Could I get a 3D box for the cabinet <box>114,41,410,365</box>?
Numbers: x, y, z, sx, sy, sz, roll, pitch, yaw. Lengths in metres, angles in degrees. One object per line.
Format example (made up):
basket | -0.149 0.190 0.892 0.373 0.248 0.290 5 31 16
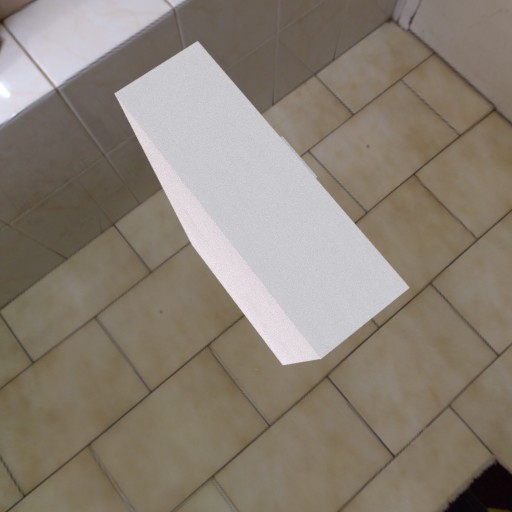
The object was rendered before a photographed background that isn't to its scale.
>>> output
cabinet | 0.000 0.000 1.586 0.250 1.280 0.750 -36 78 -9
